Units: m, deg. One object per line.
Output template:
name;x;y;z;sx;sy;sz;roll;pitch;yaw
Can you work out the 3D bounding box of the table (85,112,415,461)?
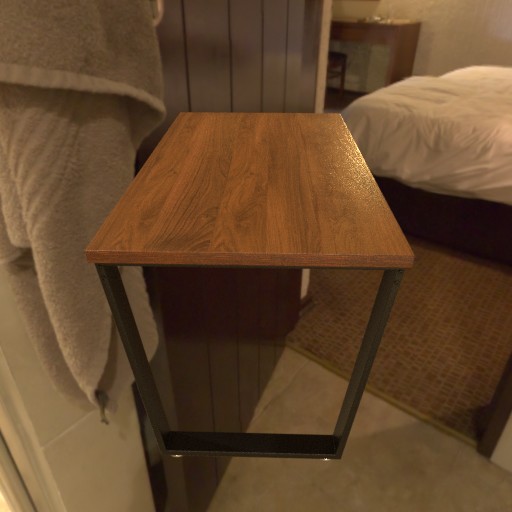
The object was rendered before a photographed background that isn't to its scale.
table;0.000;0.000;1.667;0.714;0.760;1.205;1;32;1
